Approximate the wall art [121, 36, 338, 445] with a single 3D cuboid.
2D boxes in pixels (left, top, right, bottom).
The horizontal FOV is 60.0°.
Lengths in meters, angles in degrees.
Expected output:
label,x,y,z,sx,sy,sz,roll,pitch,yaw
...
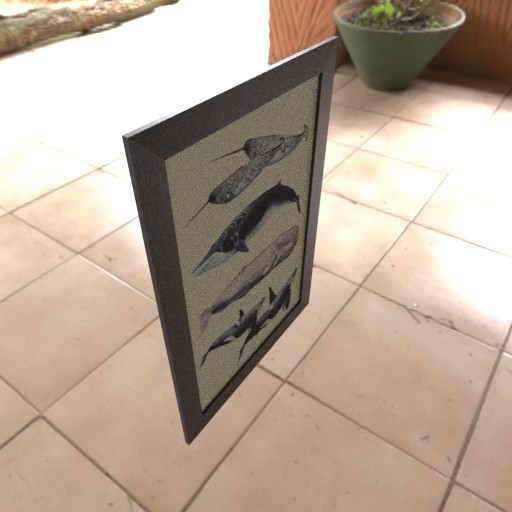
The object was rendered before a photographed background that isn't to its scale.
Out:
label,x,y,z,sx,sy,sz,roll,pitch,yaw
wall art,0.000,0.000,1.400,0.016,1.116,0.810,24,46,26
